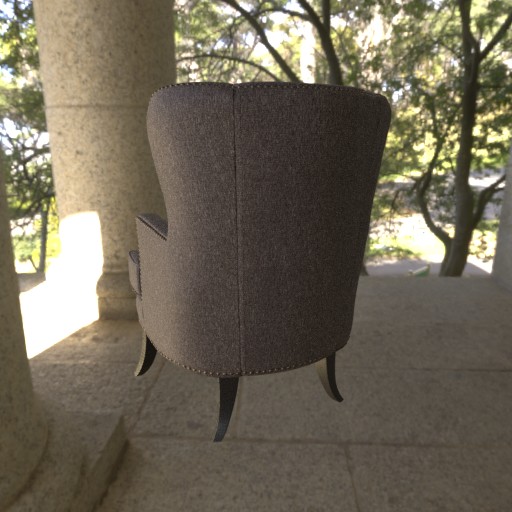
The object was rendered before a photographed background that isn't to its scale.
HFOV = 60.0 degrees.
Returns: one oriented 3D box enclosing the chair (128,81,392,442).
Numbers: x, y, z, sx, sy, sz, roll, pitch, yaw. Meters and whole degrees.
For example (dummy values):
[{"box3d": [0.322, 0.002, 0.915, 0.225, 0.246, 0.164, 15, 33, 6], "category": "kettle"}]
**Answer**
[{"box3d": [0.000, 0.000, 1.544, 0.759, 1.060, 0.758, -7, 16, -26], "category": "chair"}]
